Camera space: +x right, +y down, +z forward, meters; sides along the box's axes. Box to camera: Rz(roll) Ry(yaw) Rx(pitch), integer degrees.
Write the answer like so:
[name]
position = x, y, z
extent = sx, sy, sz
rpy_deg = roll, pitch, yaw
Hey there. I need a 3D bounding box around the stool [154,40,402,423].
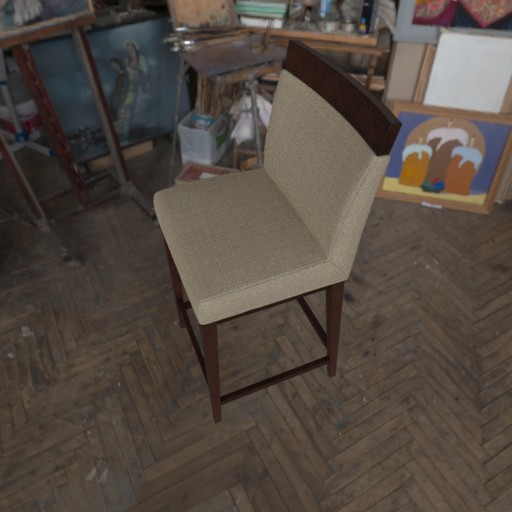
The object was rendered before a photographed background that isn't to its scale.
[stool]
position = 0.000, 0.000, 1.303
extent = 0.480, 1.011, 0.463
rpy_deg = -17, 49, -15
